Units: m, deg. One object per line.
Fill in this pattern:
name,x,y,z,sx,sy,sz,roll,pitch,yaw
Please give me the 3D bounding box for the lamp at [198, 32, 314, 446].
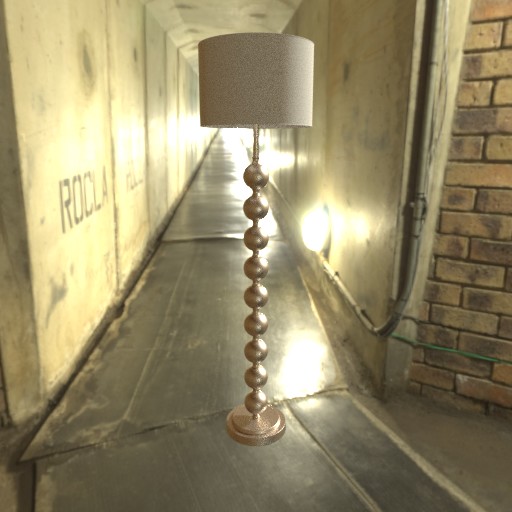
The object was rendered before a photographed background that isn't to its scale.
lamp,0.000,0.000,1.678,0.394,1.474,0.394,7,16,27
